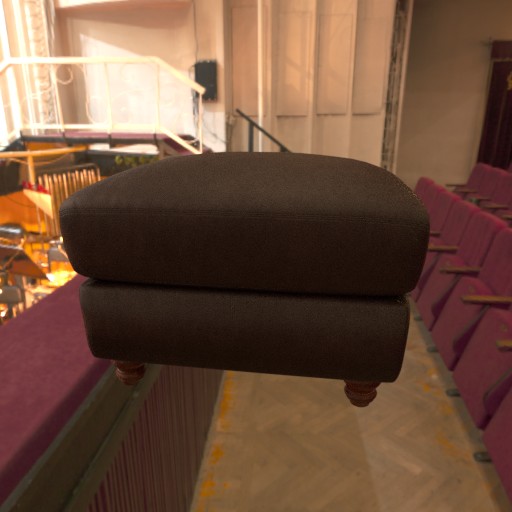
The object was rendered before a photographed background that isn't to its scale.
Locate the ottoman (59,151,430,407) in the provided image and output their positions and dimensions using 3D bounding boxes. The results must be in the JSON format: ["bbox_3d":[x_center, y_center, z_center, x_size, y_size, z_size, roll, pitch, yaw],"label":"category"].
[{"bbox_3d":[0.000,0.000,1.264,0.806,0.569,0.670,3,18,8],"label":"ottoman"}]
